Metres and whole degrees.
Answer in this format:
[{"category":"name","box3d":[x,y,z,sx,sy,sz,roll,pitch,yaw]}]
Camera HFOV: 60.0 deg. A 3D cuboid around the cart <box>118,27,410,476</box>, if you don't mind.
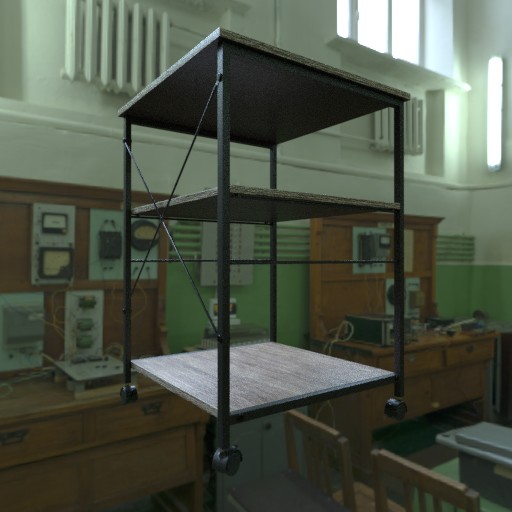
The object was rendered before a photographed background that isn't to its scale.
[{"category":"cart","box3d":[0.000,0.000,1.100,0.520,0.762,0.521,0,0,-35]}]
